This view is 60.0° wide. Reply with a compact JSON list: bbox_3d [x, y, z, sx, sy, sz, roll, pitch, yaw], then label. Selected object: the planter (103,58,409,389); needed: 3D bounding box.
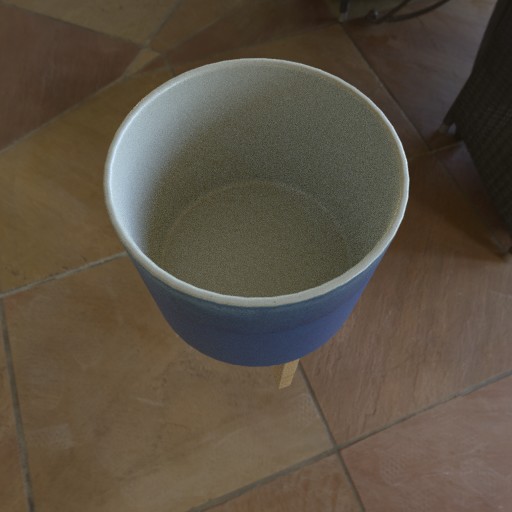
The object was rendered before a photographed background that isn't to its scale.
[{"bbox_3d":[0.000,0.000,0.398,0.192,0.263,0.192,0,63,0],"label":"planter"}]
